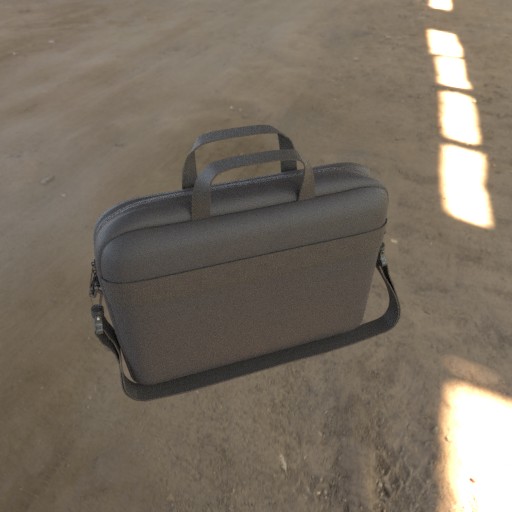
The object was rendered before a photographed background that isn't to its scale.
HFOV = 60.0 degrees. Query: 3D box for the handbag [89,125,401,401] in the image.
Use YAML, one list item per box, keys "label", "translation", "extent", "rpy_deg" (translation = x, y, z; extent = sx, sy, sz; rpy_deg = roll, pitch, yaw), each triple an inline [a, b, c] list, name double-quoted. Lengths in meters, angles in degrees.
- label: "handbag"
  translation: [0.000, 0.000, 0.576]
  extent: [0.429, 0.330, 0.126]
  rpy_deg: [-12, 42, -14]
